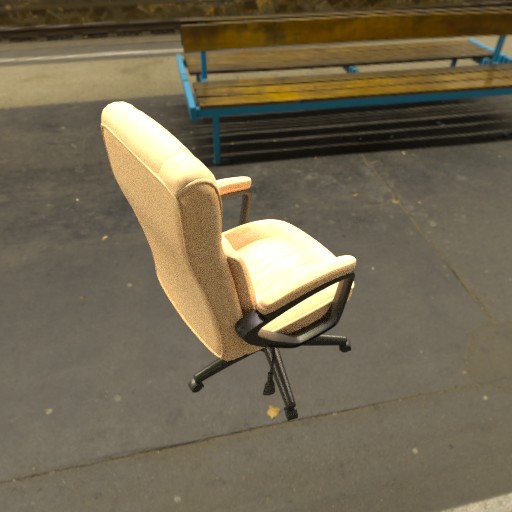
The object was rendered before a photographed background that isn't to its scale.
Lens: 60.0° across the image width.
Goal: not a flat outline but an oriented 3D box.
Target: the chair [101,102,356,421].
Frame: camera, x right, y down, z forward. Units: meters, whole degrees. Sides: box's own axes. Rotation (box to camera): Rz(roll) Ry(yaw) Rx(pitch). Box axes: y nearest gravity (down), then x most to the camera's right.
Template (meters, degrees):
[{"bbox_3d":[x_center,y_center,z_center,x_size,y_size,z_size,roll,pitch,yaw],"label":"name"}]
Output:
[{"bbox_3d":[0.000,0.000,1.524,0.724,1.105,0.667,-24,46,-26],"label":"chair"}]
